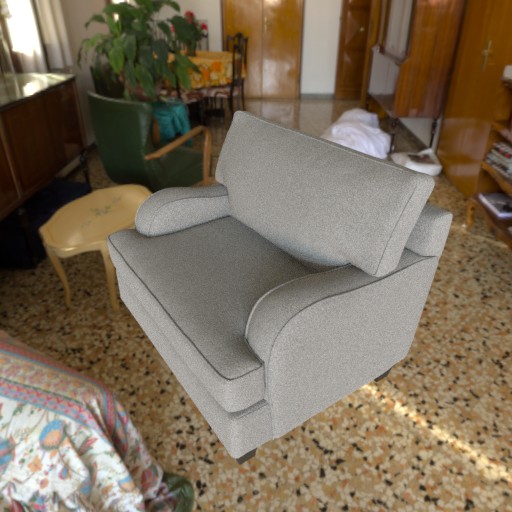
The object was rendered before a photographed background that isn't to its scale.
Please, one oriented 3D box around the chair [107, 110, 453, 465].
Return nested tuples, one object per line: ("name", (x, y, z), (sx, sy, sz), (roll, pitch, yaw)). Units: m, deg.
("chair", (0.000, 0.000, 2.018), (1.040, 1.016, 1.220), (-19, 35, -29))
